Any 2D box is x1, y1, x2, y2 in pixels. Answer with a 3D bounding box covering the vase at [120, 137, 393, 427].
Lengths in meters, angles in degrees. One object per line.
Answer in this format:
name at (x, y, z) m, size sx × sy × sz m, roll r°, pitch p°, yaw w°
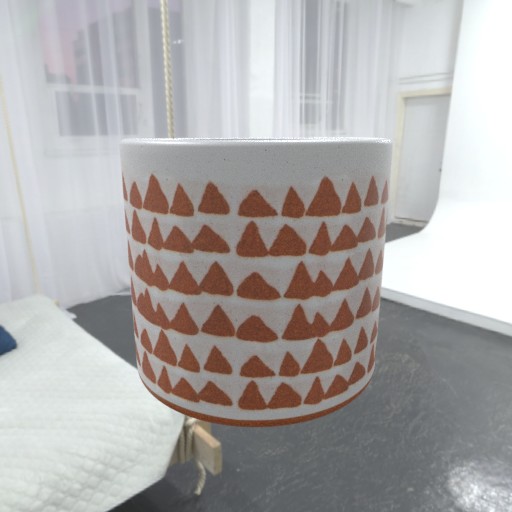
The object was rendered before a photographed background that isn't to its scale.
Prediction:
vase at (0.000, 0.000, 0.248) m, size 0.137 × 0.127 × 0.137 m, roll 0°, pitch 16°, yaw 0°
